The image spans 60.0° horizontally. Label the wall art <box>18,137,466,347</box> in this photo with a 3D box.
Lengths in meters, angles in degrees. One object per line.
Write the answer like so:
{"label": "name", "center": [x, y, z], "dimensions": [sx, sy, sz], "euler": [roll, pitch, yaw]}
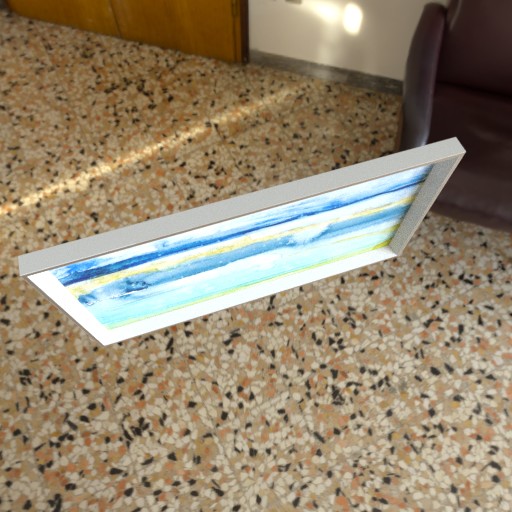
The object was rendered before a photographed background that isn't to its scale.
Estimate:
{"label": "wall art", "center": [0.000, 0.000, 0.969], "dimensions": [0.812, 0.431, 0.038], "euler": [-16, 64, -8]}
